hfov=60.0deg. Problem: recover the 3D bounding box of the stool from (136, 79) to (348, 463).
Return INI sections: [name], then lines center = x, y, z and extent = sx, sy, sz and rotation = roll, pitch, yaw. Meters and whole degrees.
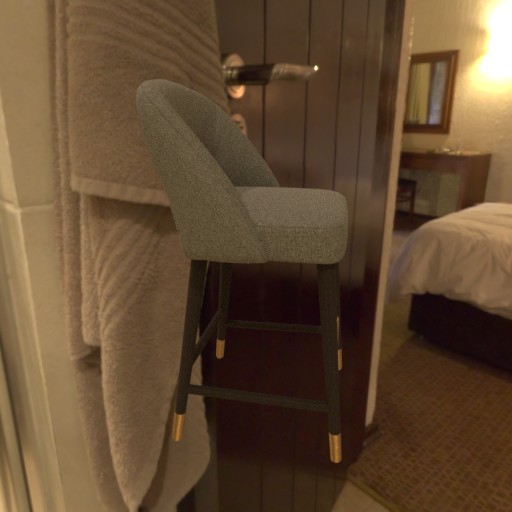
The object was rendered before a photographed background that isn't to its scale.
[stool]
center = 0.000, 0.000, 1.241
extent = 0.524, 0.925, 0.536
rotation = 3, 17, 10
